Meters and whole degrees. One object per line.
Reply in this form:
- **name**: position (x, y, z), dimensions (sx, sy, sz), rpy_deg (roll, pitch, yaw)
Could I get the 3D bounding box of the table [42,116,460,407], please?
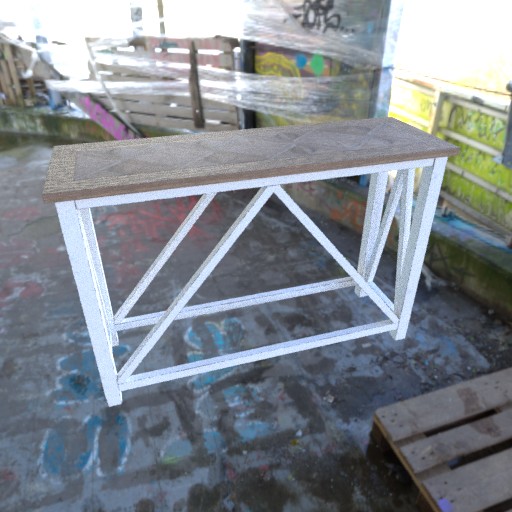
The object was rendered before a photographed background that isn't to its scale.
- **table**: position (0.000, 0.000, 1.848), dimensions (1.400, 0.930, 0.450), rpy_deg (-9, 33, -15)
